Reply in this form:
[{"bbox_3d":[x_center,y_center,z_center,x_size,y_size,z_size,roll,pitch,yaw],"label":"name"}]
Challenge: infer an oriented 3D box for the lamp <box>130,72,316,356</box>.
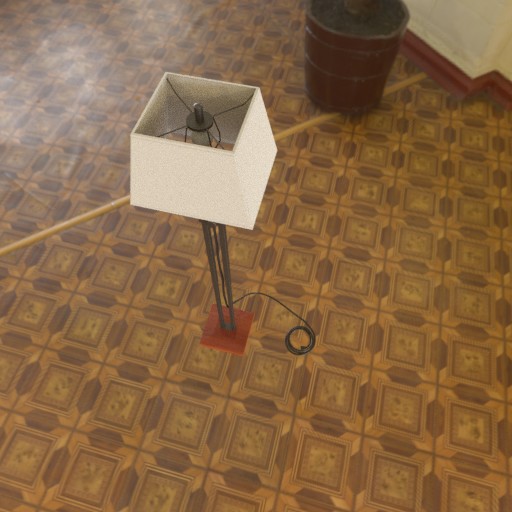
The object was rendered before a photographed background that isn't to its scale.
[{"bbox_3d":[0.000,0.000,2.009,0.745,1.712,0.472,12,59,7],"label":"lamp"}]
